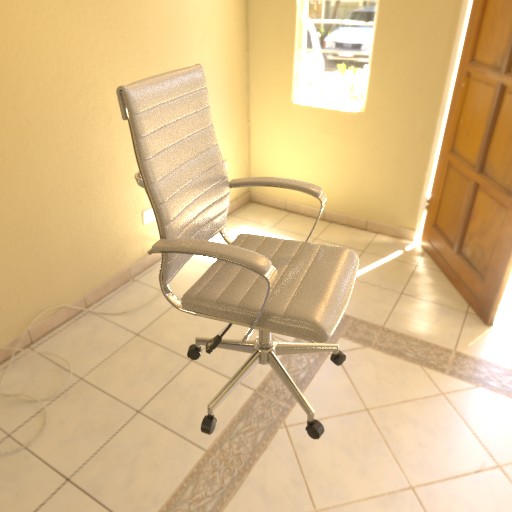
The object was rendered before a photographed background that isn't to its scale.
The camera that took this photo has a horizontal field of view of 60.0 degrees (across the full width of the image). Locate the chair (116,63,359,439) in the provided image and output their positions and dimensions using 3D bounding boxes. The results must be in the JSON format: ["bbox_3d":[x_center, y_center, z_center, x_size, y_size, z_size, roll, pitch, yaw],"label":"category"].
[{"bbox_3d":[0.000,0.000,1.532,0.667,1.149,0.679,12,33,19],"label":"chair"}]
